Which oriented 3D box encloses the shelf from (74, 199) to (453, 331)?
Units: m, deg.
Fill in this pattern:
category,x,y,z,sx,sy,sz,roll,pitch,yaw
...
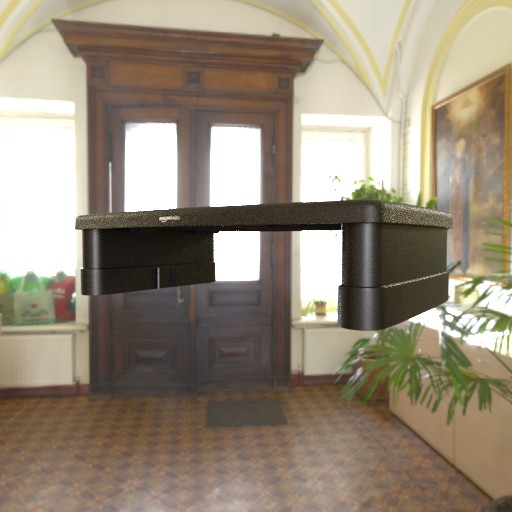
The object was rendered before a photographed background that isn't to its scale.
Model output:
category,x,y,z,sx,sy,sz,roll,pitch,yaw
shelf,0.000,0.000,0.535,0.410,0.100,0.280,2,3,36
